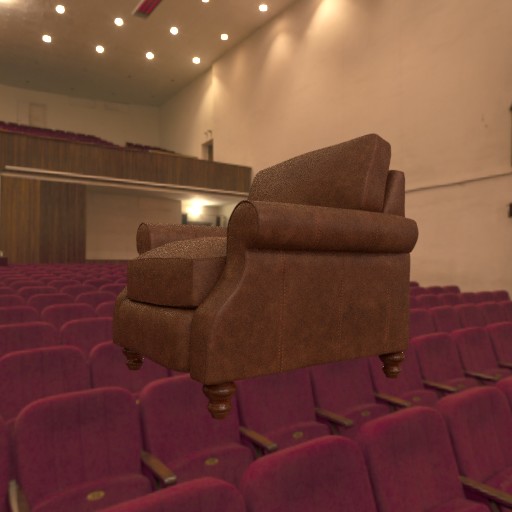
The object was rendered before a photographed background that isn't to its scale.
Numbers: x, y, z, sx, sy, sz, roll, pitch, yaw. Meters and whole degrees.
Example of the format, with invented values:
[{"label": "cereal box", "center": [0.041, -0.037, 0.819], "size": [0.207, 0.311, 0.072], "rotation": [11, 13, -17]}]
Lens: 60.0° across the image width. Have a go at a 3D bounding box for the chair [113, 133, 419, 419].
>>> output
[{"label": "chair", "center": [0.000, 0.000, 1.838], "size": [1.002, 0.976, 0.996], "rotation": [1, -2, -35]}]
